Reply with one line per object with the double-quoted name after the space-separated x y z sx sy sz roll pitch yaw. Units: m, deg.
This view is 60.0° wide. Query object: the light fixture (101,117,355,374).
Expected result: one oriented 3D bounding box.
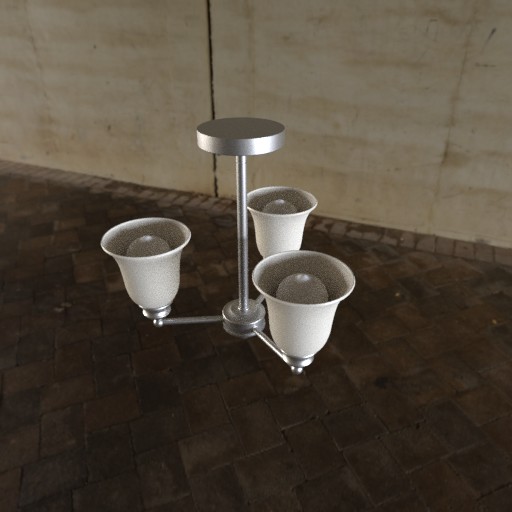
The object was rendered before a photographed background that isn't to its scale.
0.000 0.000 0.671 0.388 0.370 0.354 -19 35 -29 "light fixture"
